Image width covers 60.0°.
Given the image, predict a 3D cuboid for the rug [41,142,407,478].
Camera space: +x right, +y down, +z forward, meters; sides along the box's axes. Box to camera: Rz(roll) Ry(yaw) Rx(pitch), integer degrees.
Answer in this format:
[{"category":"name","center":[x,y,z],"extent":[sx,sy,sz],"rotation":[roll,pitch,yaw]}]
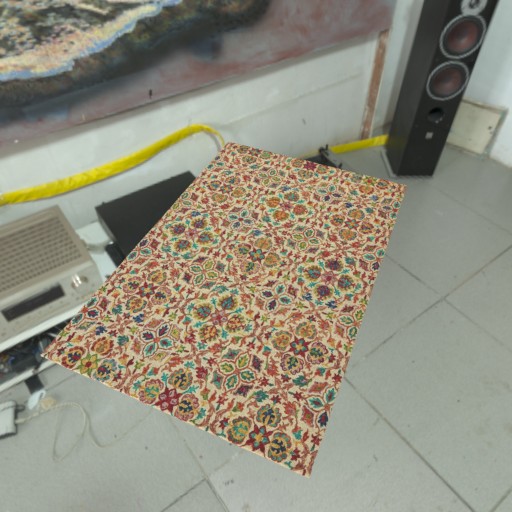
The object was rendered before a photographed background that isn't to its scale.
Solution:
[{"category":"rug","center":[0.000,0.000,2.321],"extent":[1.226,0.013,1.838],"rotation":[18,49,16]}]
